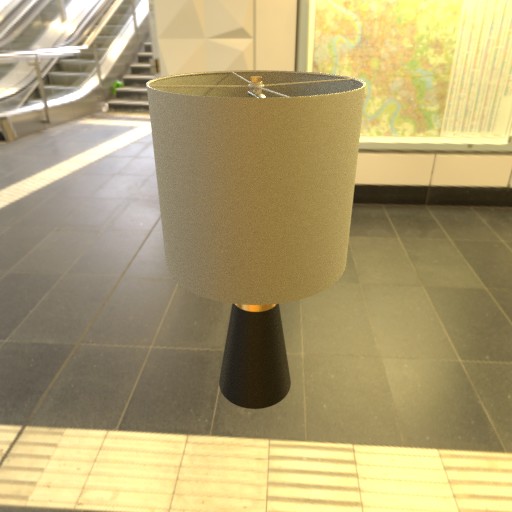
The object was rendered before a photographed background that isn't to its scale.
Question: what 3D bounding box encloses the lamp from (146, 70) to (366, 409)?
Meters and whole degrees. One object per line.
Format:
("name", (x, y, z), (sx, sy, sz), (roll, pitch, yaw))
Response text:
("lamp", (0.000, 0.000, 0.770), (0.308, 0.580, 0.308), (-8, 29, -14))
